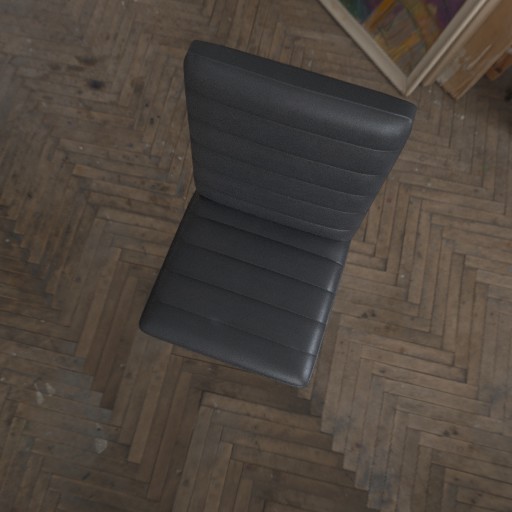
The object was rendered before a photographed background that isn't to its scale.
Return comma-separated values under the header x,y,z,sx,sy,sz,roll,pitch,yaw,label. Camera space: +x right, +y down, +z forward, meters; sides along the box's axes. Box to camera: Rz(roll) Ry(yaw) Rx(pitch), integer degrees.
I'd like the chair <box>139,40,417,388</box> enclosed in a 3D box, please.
x,y,z,sx,sy,sz,roll,pitch,yaw,label
0.000,0.000,1.301,0.520,0.930,0.634,18,76,5,chair
